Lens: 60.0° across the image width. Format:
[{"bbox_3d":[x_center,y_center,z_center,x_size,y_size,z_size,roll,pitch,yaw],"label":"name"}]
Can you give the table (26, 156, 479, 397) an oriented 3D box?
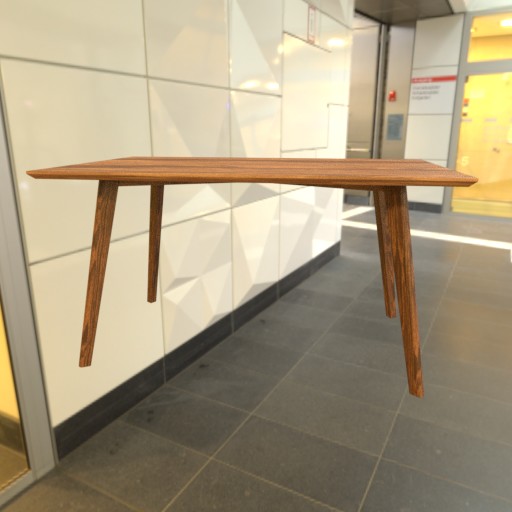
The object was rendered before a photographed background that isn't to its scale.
[{"bbox_3d":[0.000,0.000,1.781,1.349,0.724,0.801,3,16,9],"label":"table"}]
